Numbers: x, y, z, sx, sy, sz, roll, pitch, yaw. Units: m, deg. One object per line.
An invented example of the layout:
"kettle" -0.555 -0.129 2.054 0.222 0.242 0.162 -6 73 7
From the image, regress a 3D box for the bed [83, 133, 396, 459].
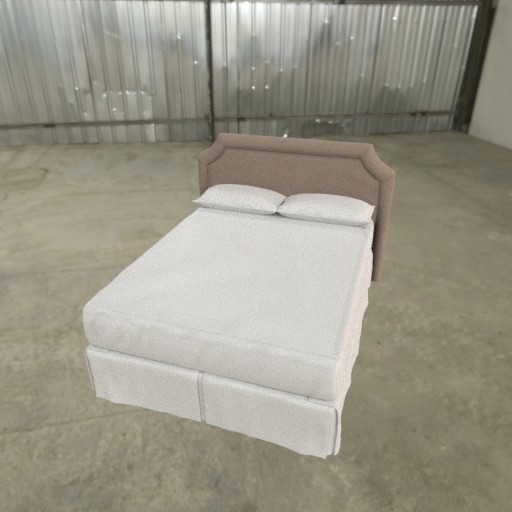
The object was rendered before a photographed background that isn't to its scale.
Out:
"bed" 0.000 0.000 3.326 1.828 1.303 2.164 9 29 16
